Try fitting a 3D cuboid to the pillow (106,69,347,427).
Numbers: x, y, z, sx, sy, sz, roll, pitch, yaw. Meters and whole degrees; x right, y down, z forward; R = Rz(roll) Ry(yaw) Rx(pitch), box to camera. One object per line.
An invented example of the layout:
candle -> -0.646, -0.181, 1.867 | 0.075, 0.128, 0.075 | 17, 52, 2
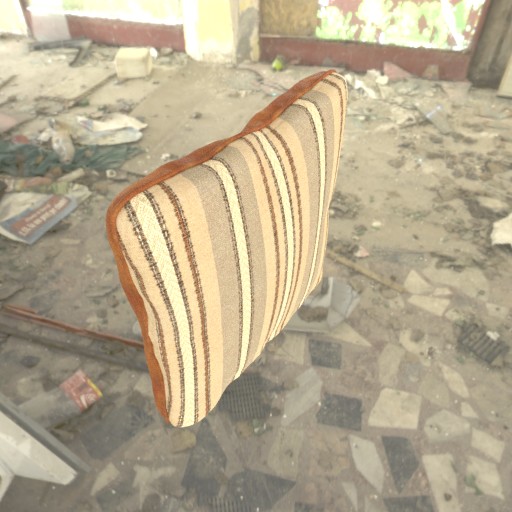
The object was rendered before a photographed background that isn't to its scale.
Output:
pillow -> 0.000, 0.000, 0.747 | 0.130, 0.490, 0.489 | 27, 49, 26
